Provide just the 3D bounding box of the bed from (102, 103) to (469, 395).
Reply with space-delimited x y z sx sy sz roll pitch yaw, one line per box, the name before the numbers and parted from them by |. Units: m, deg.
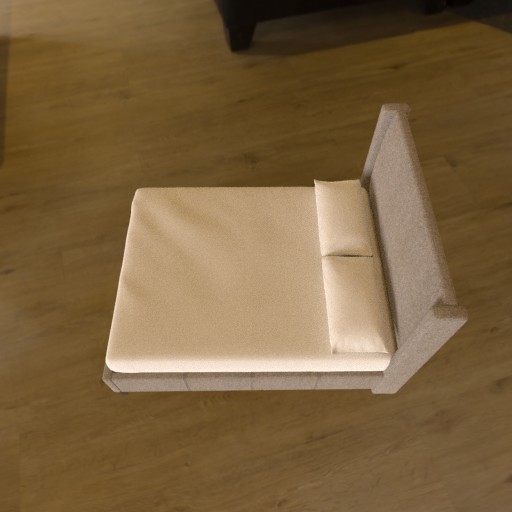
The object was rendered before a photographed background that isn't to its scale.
bed | 0.000 0.000 3.393 2.245 1.476 1.714 0 58 0
